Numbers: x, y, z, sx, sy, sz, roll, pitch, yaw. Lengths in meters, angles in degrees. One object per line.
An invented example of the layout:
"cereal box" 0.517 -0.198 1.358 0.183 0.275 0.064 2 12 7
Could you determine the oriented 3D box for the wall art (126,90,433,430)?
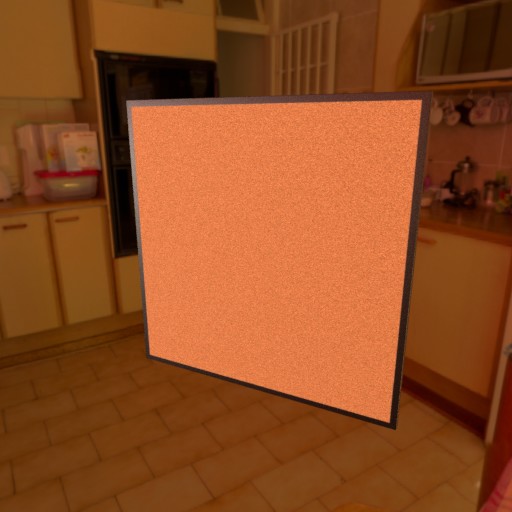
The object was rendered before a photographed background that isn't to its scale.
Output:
"wall art" 0.000 0.000 0.676 0.457 0.458 0.012 8 18 26
